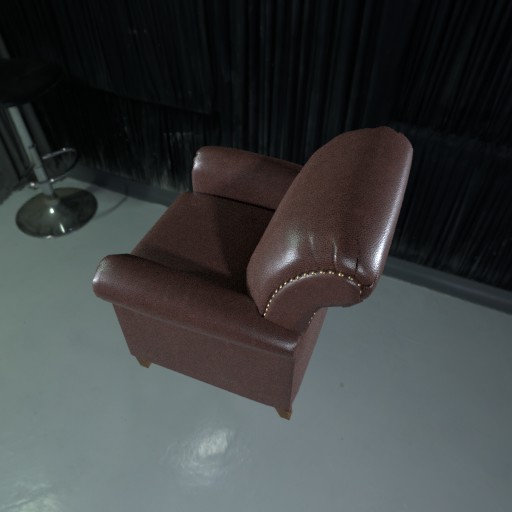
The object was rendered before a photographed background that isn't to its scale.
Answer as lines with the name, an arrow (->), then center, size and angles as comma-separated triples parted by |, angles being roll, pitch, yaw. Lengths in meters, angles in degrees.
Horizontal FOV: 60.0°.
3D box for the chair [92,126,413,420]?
chair -> 0.000, 0.000, 1.645 | 0.890, 0.927, 0.854 | 16, 48, 15
